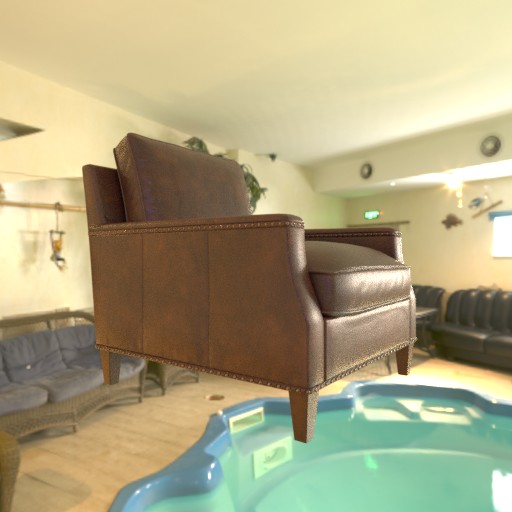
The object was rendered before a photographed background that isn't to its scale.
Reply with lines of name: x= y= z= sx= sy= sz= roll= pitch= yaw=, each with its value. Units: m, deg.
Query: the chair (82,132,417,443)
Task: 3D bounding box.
chair: x=0.000 y=0.000 z=1.696 sx=1.014 sy=0.929 sz=0.853 roll=0 pitch=0 yaw=37
